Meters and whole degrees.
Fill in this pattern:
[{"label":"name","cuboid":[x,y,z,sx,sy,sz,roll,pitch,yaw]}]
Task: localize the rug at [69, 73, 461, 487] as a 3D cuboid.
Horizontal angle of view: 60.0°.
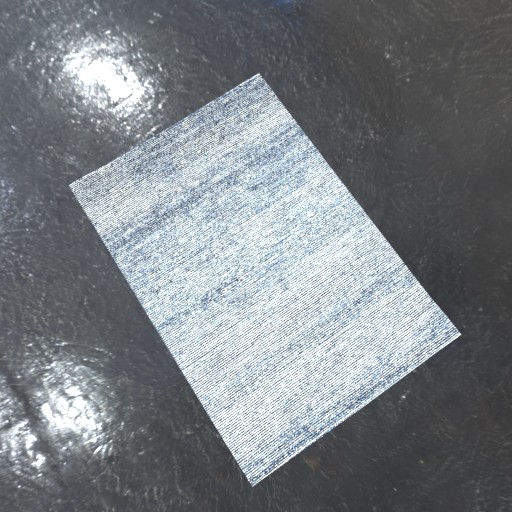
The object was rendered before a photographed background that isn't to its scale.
[{"label":"rug","cuboid":[0.000,0.000,2.987,1.624,0.030,2.349,-33,78,-8]}]
